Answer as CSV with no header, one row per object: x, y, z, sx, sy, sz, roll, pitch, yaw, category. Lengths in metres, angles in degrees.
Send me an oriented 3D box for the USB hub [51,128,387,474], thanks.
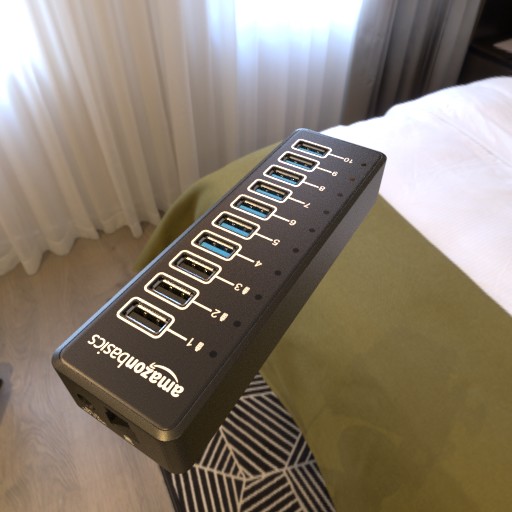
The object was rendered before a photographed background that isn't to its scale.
0.000,0.000,0.161,0.044,0.023,0.145,24,50,22,USB hub
